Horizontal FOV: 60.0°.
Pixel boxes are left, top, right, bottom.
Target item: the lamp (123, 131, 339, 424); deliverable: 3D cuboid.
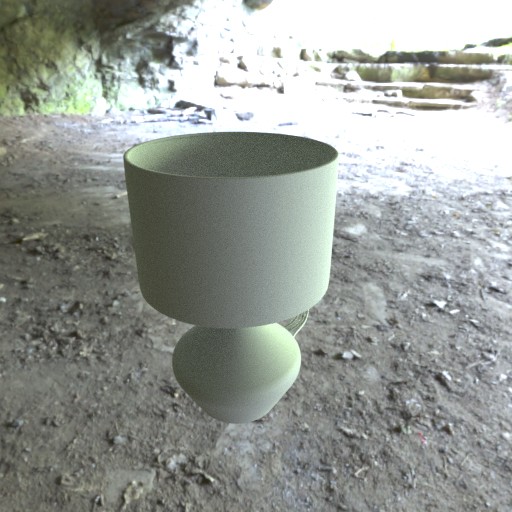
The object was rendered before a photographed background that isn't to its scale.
[{"bbox_3d":[0.000,0.000,0.849,0.401,0.457,0.546,18,31,33],"label":"lamp"}]
